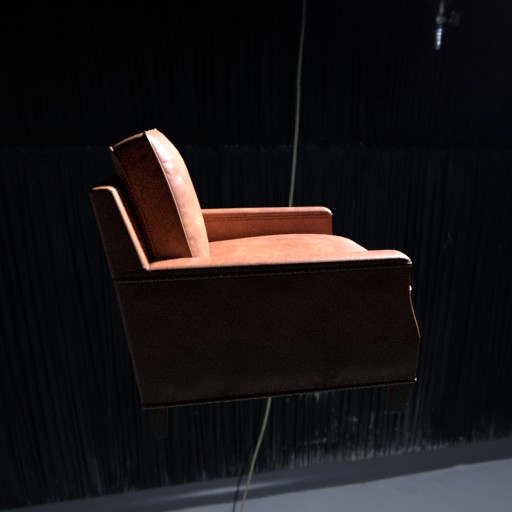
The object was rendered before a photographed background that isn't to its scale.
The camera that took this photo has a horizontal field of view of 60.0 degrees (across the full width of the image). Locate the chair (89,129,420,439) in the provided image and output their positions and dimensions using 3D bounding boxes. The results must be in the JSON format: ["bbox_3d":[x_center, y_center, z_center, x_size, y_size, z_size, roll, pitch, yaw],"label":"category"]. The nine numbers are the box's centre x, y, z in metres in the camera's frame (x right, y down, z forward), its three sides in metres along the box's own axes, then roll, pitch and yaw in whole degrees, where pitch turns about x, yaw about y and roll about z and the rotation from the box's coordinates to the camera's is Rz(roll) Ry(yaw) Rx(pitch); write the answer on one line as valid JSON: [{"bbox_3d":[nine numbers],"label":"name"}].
[{"bbox_3d":[0.000,0.000,1.713,1.014,0.943,0.853,-3,17,-9],"label":"chair"}]
